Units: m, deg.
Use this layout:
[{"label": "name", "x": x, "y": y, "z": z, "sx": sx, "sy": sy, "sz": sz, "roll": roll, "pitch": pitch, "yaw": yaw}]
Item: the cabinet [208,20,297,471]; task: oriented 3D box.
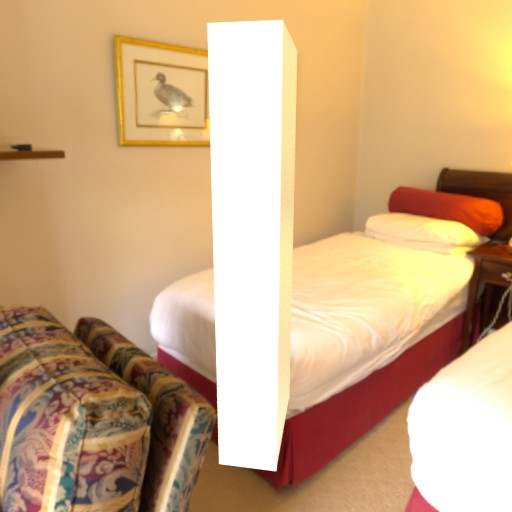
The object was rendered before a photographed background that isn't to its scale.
[{"label": "cabinet", "x": 0.000, "y": 0.000, "z": 1.821, "sx": 0.255, "sy": 1.630, "sz": 0.520, "roll": 3, "pitch": 16, "yaw": 10}]
